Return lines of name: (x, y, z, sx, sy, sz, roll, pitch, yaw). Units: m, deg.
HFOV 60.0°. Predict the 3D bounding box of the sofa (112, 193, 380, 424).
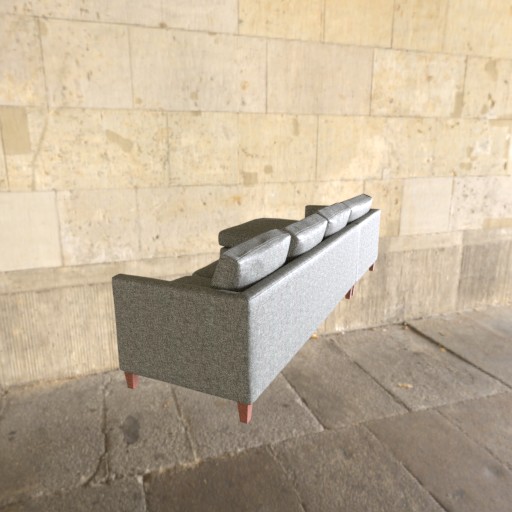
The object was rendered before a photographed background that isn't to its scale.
sofa: (0.000, 0.000, 4.130, 1.635, 0.960, 3.485, 7, 16, 25)
